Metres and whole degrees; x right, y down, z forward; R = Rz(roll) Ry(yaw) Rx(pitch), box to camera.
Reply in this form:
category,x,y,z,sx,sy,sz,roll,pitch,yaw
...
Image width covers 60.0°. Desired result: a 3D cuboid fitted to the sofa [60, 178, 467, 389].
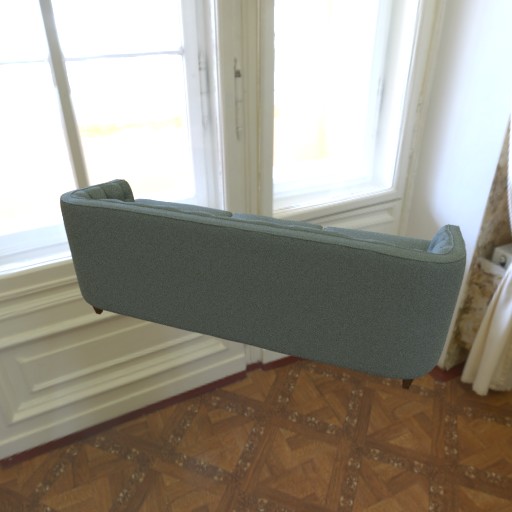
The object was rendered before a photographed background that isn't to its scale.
category,x,y,z,sx,sy,sz,roll,pitch,yaw
sofa,0.000,0.000,2.717,2.278,0.855,0.941,10,32,17
